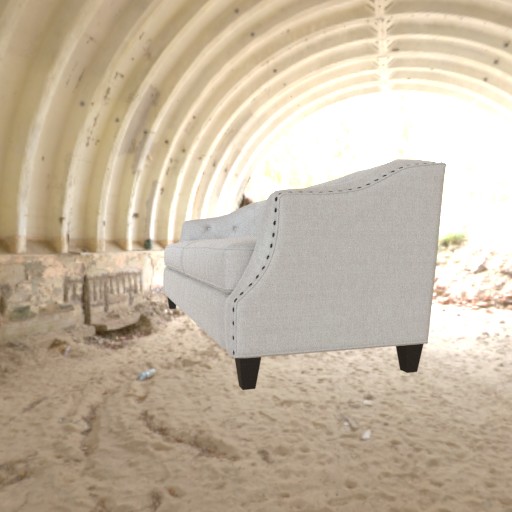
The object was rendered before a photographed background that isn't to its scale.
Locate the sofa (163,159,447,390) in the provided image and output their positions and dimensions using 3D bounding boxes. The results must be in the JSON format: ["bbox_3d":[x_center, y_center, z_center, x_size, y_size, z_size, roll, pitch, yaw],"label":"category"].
[{"bbox_3d":[0.000,0.000,2.717,0.914,0.901,2.235,0,1,-18],"label":"sofa"}]
